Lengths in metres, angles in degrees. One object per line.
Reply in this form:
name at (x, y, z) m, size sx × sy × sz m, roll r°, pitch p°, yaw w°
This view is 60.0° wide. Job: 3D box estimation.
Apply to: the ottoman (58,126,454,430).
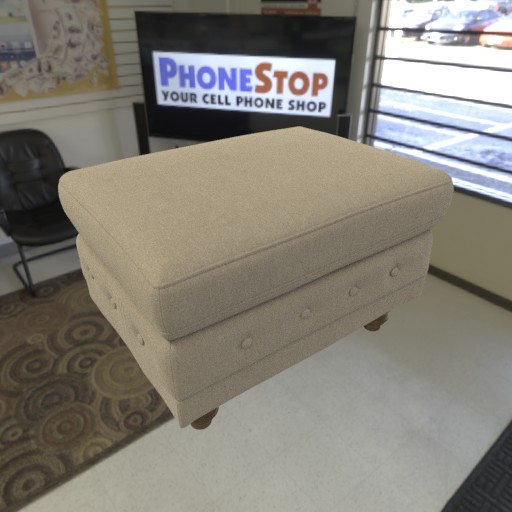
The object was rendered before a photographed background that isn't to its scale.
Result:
ottoman at (0.000, 0.000, 1.126) m, size 0.771 × 0.500 × 0.569 m, roll -20°, pitch 36°, yaw -31°
